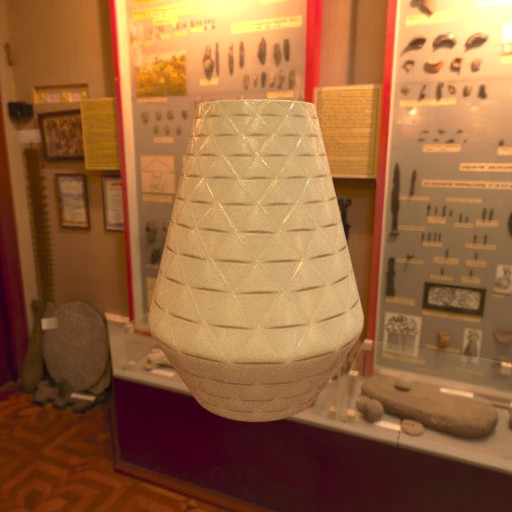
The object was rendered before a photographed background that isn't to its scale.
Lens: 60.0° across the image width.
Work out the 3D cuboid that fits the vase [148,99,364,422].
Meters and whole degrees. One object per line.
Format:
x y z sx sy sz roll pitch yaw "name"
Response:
0.000 0.000 0.357 0.175 0.230 0.175 0 14 0 "vase"
